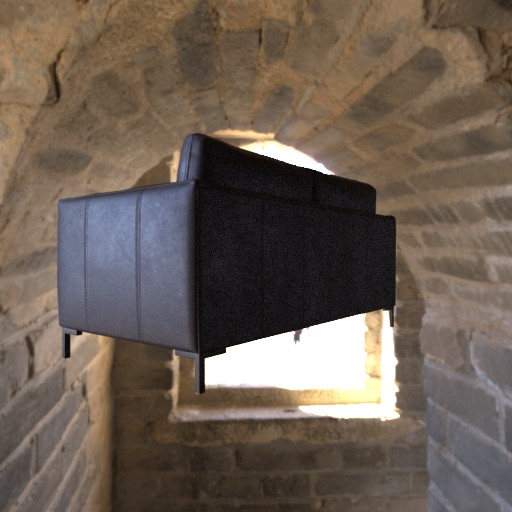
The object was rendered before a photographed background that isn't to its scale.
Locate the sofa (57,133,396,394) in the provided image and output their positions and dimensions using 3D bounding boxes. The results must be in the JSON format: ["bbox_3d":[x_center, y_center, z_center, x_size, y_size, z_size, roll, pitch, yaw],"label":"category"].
[{"bbox_3d":[0.000,0.000,2.352,0.947,0.883,1.805,0,0,36],"label":"sofa"}]
